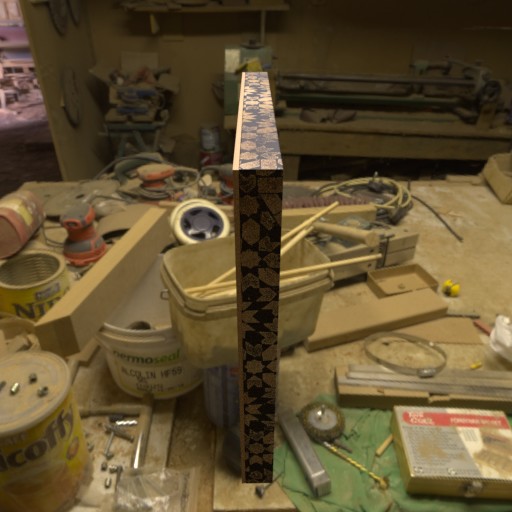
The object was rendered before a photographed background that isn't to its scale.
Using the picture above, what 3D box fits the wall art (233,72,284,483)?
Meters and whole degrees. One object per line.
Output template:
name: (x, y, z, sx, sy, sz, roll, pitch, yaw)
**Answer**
wall art: (0.000, 0.000, 0.608, 0.038, 0.405, 0.405, 0, 32, 0)
